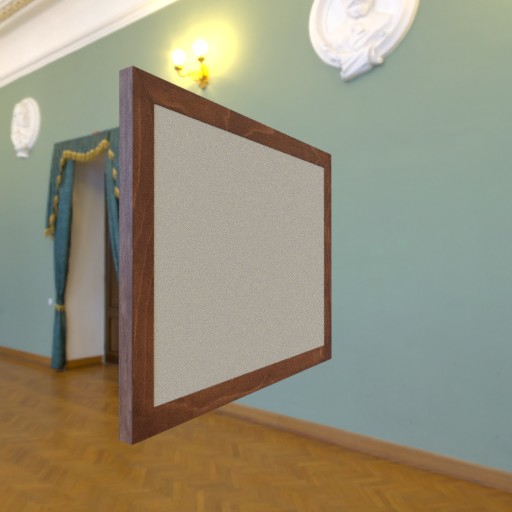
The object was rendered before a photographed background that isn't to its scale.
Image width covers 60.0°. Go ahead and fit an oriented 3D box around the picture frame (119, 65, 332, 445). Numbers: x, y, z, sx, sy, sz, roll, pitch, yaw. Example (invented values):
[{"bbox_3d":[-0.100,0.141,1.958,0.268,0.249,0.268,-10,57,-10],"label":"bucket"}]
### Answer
[{"bbox_3d":[0.000,0.000,0.770,0.025,0.457,0.559,0,0,35],"label":"picture frame"}]
